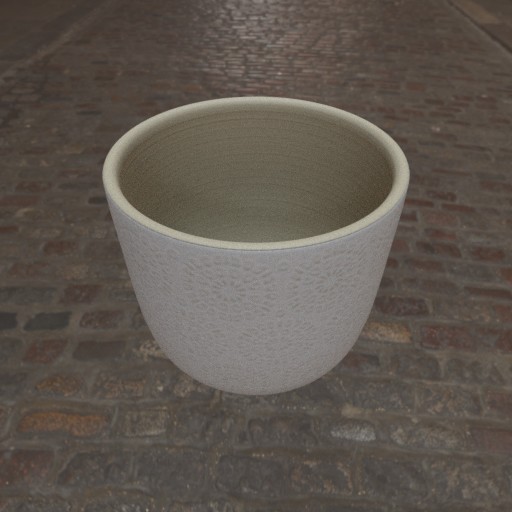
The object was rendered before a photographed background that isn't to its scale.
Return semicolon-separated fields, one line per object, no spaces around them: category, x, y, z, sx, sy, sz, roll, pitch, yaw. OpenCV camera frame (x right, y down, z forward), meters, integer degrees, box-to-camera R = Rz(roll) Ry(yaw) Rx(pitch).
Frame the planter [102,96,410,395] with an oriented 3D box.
planter;0.000;0.000;0.371;0.208;0.190;0.208;0;41;0
